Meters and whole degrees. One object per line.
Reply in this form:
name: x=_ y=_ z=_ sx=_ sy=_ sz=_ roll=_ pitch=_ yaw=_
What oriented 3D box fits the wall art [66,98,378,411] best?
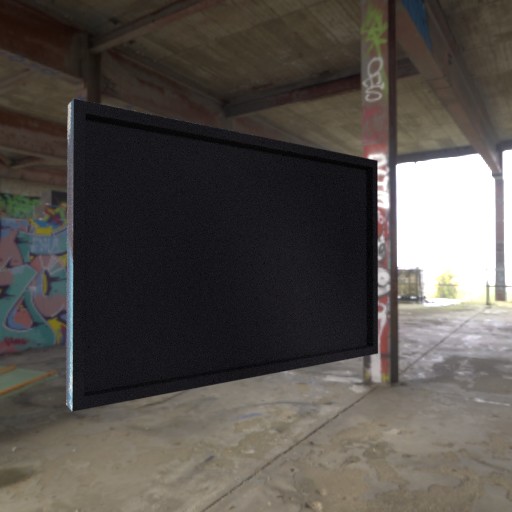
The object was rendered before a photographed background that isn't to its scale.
wall art: x=0.000 y=0.000 z=0.765 sx=0.609 sy=0.406 sz=0.033 roll=0 pitch=-1 yaw=-36
